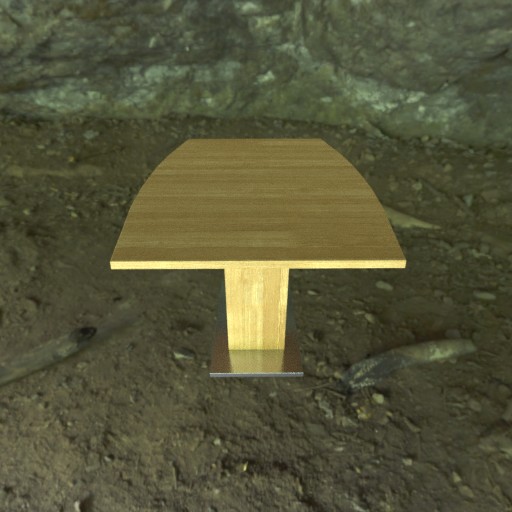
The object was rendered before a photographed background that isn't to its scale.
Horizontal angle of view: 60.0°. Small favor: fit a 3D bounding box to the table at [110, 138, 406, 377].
[{"bbox_3d":[0.000,0.000,2.036,0.900,0.748,1.598,0,26,0],"label":"table"}]
